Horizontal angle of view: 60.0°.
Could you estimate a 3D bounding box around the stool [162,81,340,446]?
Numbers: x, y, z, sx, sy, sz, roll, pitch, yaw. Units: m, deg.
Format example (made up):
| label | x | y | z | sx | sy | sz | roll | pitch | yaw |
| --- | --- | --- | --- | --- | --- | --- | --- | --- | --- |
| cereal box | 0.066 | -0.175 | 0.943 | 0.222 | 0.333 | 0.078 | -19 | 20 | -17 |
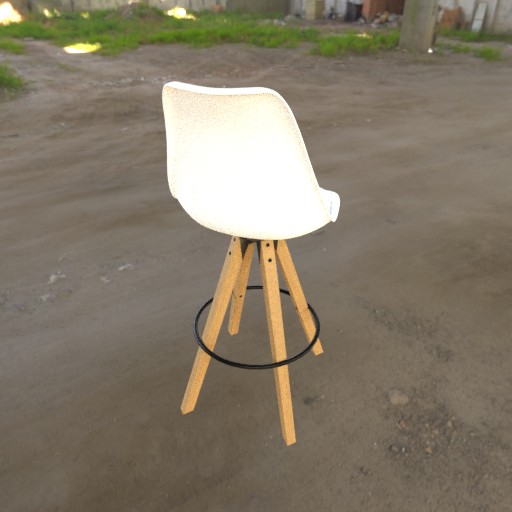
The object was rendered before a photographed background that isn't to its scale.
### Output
| label | x | y | z | sx | sy | sz | roll | pitch | yaw |
| --- | --- | --- | --- | --- | --- | --- | --- | --- | --- |
| stool | 0.000 | 0.000 | 1.406 | 0.482 | 1.115 | 0.549 | 10 | 33 | 16 |
